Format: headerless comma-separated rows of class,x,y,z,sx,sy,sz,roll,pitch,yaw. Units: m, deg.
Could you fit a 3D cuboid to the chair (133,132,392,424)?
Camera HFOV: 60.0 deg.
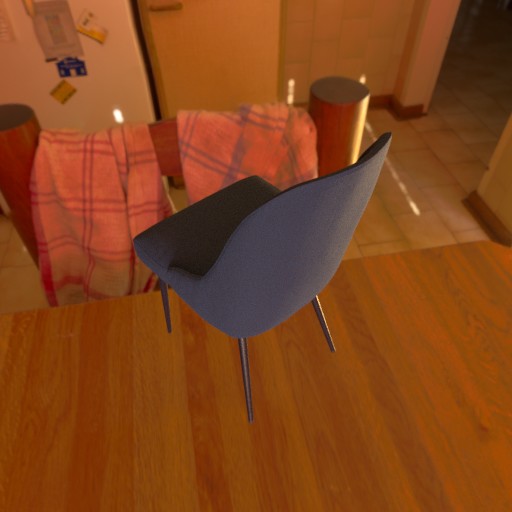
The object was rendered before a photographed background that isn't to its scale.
chair,0.000,0.000,1.221,0.478,0.896,0.559,-32,54,-27
